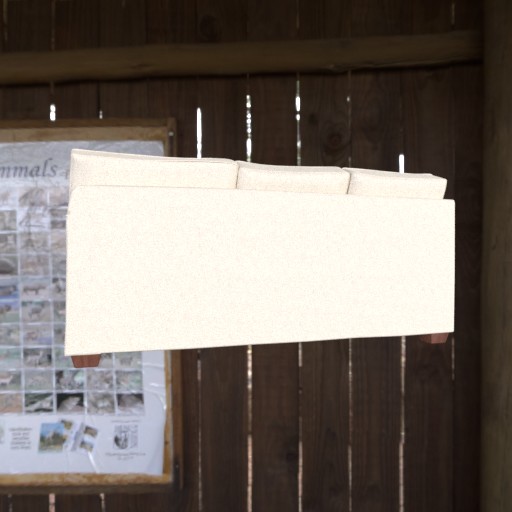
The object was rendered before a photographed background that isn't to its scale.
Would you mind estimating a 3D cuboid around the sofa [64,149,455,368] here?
[{"bbox_3d":[0.000,0.000,2.569,1.963,0.946,1.034,0,-1,-18],"label":"sofa"}]
